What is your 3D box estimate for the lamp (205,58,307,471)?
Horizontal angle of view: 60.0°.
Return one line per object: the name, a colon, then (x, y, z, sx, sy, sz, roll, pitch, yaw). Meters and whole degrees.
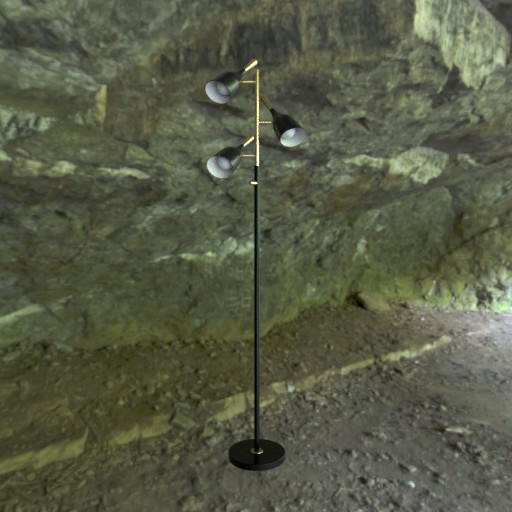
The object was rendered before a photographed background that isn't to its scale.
lamp: (0.000, 0.000, 1.947, 0.434, 1.778, 0.253, 0, 1, 0)
